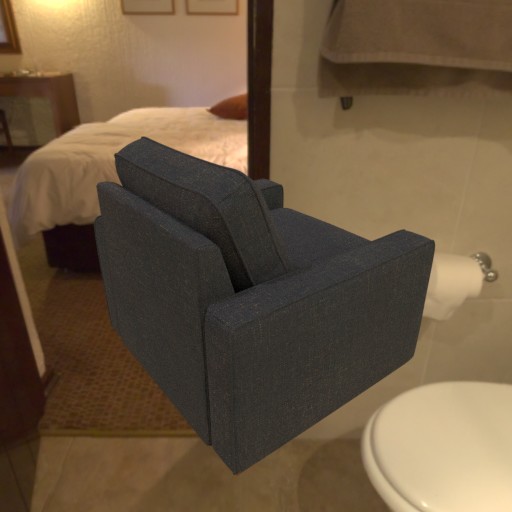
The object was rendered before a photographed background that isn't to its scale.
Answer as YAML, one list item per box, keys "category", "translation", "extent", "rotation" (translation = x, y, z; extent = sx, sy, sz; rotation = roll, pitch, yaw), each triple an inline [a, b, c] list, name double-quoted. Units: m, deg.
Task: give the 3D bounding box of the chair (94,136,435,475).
- category: "chair"
  translation: [0.000, 0.000, 1.761]
  extent: [0.940, 0.919, 1.017]
  rotation: [-19, 32, -33]
